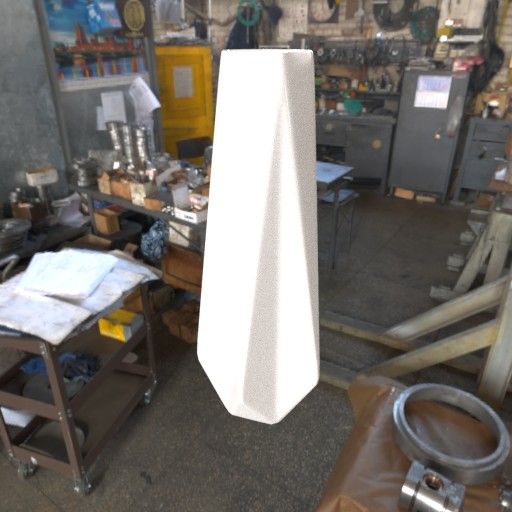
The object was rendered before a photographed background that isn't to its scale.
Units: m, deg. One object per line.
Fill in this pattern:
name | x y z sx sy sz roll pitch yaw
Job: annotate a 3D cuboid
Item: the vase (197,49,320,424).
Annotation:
vase | 0.000 0.000 0.391 0.116 0.329 0.122 0 26 0
